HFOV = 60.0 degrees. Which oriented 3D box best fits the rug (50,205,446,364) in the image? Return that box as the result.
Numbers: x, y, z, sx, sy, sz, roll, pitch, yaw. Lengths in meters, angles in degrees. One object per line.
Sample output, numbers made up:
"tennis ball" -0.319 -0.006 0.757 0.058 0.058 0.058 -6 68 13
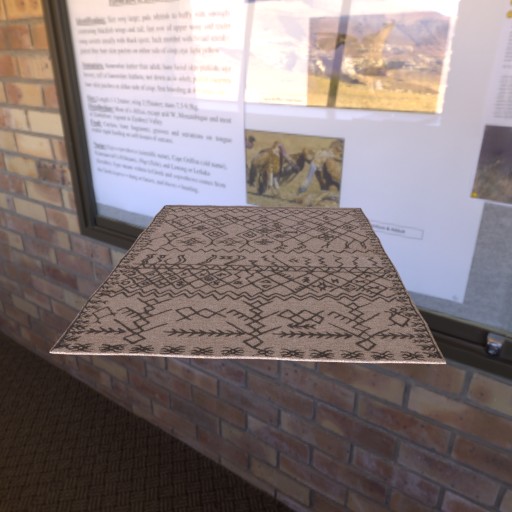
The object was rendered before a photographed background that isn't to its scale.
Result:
"rug" 0.000 0.000 3.275 1.964 0.025 2.455 1 24 2
